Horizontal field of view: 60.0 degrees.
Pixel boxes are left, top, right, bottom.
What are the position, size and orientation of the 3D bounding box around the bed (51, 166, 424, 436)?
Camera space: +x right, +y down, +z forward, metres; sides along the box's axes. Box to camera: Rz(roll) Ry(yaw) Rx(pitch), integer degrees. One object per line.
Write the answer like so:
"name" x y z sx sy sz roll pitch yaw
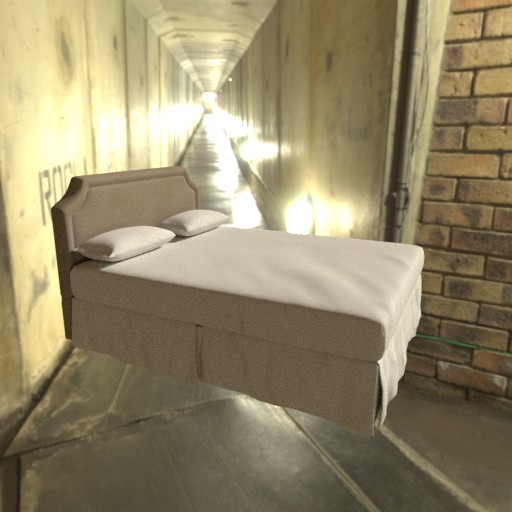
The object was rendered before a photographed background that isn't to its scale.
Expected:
"bed" 0.000 0.000 3.606 2.498 1.293 1.977 7 17 25
